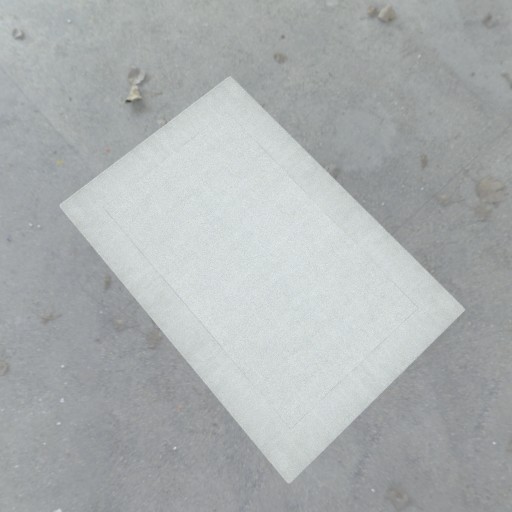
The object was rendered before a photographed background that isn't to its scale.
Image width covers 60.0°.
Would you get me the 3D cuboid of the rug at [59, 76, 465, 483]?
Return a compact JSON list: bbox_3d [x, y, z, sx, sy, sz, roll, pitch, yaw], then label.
[{"bbox_3d":[0.000,0.000,2.317,1.219,0.013,1.829,-41,79,-10],"label":"rug"}]
